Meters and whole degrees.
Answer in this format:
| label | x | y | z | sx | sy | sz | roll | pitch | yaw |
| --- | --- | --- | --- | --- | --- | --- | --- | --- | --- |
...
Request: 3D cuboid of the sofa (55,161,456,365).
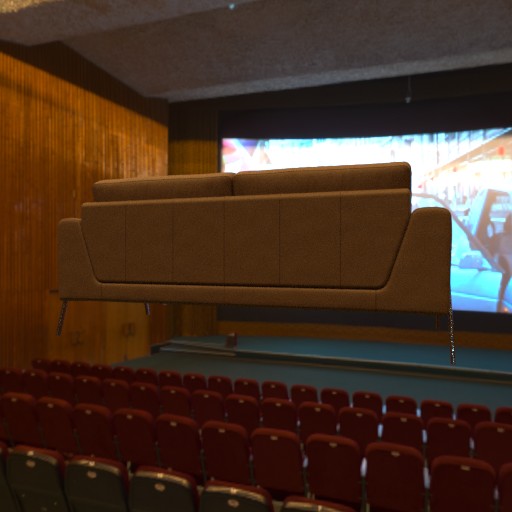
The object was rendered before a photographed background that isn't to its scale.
| label | x | y | z | sx | sy | sz | roll | pitch | yaw |
| --- | --- | --- | --- | --- | --- | --- | --- | --- | --- |
| sofa | 0.000 | 0.000 | 2.554 | 2.017 | 0.875 | 0.953 | 0 | 0 | 19 |
